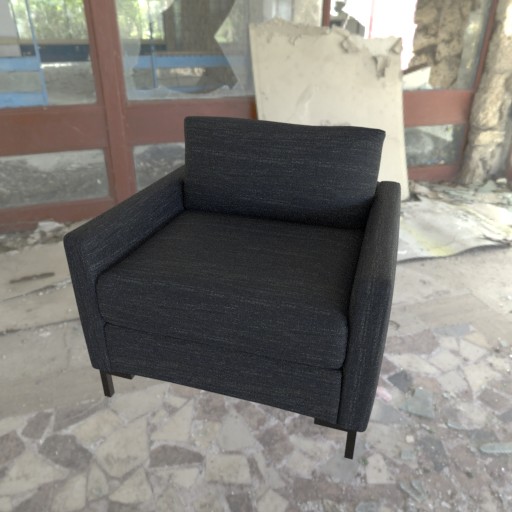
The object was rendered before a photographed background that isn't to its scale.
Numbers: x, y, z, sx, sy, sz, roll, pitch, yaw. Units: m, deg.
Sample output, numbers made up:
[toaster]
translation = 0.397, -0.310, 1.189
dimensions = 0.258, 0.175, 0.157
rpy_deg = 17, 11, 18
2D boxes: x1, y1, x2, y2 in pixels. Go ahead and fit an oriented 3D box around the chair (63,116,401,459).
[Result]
[chair]
translation = 0.000, 0.000, 1.600
dimensions = 0.963, 0.861, 0.866
rpy_deg = 8, 28, 16
